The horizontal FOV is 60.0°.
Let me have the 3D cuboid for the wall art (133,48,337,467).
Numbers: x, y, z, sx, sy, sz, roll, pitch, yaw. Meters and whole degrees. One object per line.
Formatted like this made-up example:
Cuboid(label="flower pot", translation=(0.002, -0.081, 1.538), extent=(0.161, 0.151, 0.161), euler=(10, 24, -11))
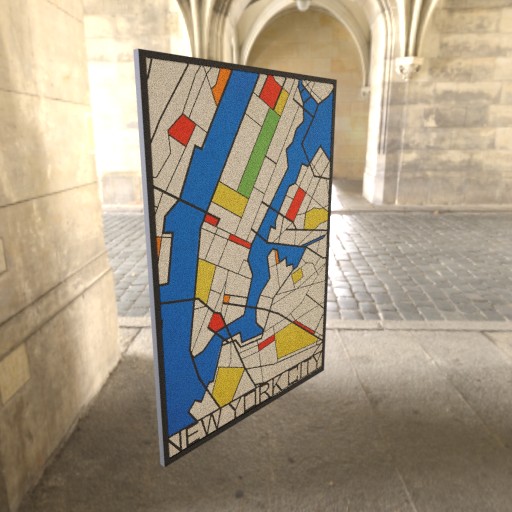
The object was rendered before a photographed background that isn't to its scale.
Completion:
Cuboid(label="wall art", translation=(0.000, 0.000, 0.832), extent=(0.013, 0.657, 0.457), euler=(14, 21, 43))
